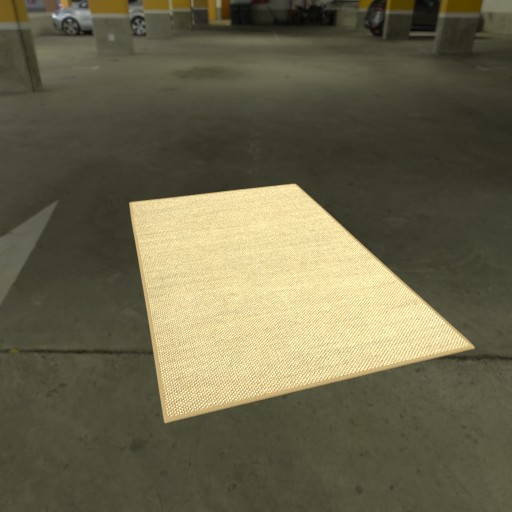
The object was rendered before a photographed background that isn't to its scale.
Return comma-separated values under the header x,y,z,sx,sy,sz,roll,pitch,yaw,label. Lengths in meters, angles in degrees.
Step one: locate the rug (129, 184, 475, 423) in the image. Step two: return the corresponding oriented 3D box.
x,y,z,sx,sy,sz,roll,pitch,yaw,label
0.000,0.000,2.073,1.062,0.013,1.667,-9,31,-15,rug
